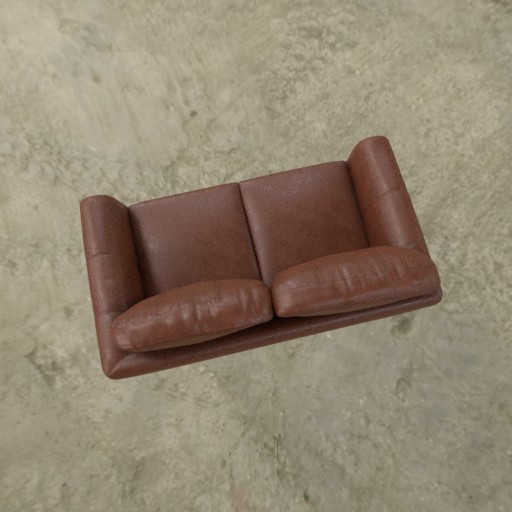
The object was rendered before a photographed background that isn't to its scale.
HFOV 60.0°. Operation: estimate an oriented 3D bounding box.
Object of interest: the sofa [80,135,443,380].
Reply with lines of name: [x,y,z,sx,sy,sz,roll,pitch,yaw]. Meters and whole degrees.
sofa: [0.000,0.000,1.982,1.406,0.906,0.805,-13,75,-3]
